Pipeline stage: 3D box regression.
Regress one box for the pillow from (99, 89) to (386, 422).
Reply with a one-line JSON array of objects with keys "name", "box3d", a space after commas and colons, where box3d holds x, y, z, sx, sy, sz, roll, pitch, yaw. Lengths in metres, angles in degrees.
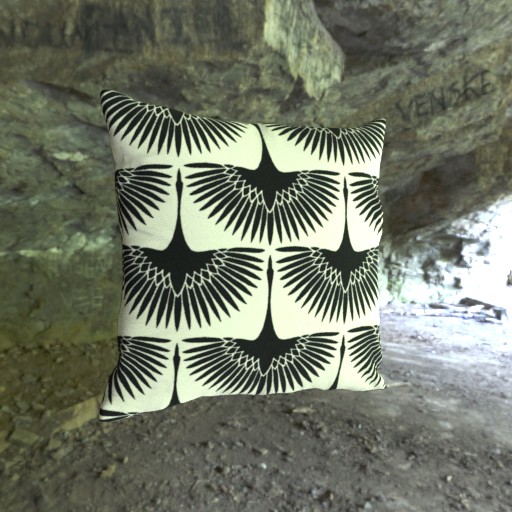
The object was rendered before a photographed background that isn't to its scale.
[{"name": "pillow", "box3d": [0.000, 0.000, 0.642, 0.432, 0.432, 0.139, 0, 1, -18]}]
